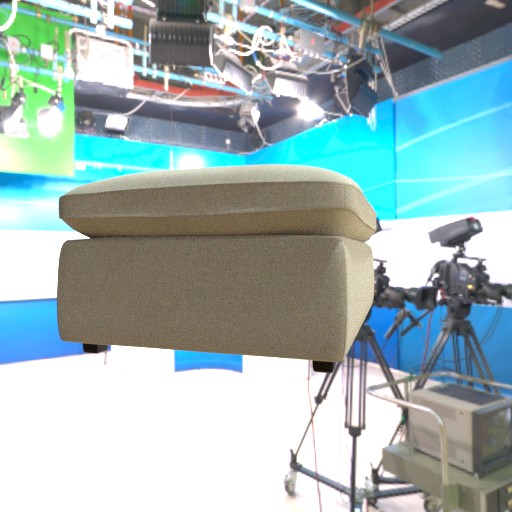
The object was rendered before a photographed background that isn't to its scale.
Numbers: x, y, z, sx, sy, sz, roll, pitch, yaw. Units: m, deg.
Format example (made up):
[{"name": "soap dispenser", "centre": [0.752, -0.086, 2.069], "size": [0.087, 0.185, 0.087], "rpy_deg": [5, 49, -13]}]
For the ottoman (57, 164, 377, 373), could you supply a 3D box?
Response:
[{"name": "ottoman", "centre": [0.000, 0.000, 1.356], "size": [0.686, 0.453, 0.984], "rpy_deg": [0, 0, 18]}]
